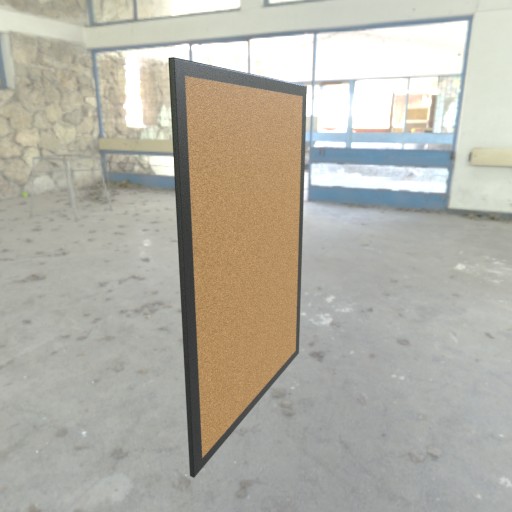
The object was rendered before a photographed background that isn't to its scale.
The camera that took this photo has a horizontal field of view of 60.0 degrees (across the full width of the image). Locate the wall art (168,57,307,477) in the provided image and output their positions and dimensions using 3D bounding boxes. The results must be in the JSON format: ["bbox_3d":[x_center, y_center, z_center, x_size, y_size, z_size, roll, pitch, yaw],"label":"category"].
[{"bbox_3d":[0.000,0.000,1.275,0.013,0.967,0.707,8,18,26],"label":"wall art"}]
